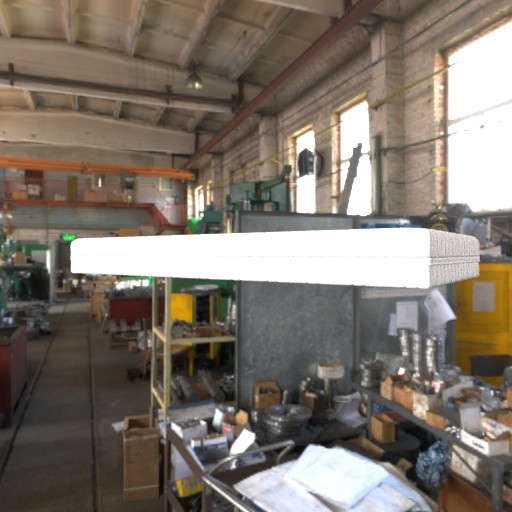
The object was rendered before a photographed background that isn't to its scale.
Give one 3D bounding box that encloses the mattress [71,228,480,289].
[{"bbox_3d":[0.000,0.000,2.340,2.000,0.200,0.900,0,0,36],"label":"mattress"}]
